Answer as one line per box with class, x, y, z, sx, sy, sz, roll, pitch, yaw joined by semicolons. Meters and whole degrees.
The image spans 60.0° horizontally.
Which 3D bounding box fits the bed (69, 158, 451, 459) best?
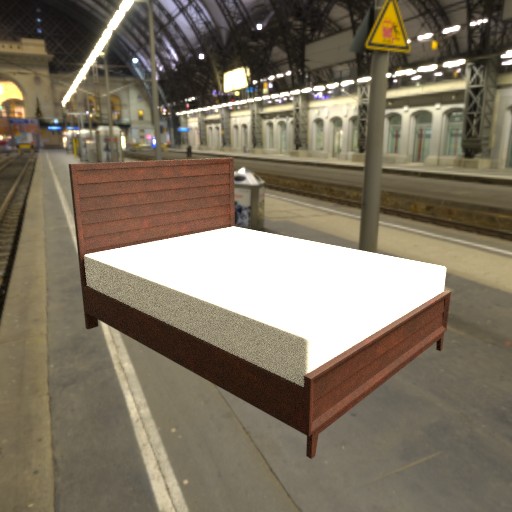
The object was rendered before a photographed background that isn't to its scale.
bed;0.000;0.000;3.166;2.184;1.270;1.600;14;20;42
